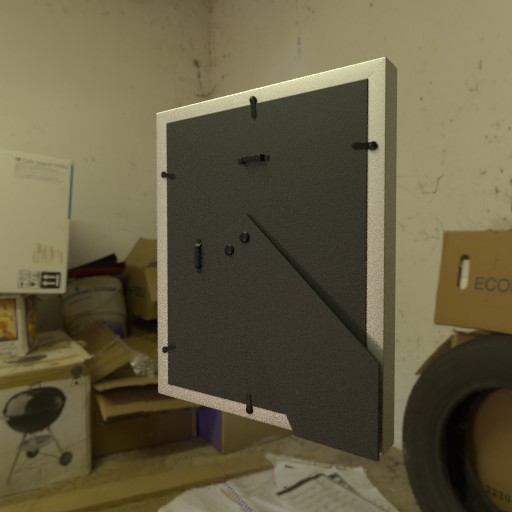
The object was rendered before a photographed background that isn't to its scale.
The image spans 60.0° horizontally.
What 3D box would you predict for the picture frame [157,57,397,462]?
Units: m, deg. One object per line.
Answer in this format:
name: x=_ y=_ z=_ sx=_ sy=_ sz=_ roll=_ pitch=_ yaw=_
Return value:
picture frame: x=0.000 y=0.000 z=0.386 sx=0.233 sy=0.282 sz=0.036 roll=1 pitch=2 yaw=35
